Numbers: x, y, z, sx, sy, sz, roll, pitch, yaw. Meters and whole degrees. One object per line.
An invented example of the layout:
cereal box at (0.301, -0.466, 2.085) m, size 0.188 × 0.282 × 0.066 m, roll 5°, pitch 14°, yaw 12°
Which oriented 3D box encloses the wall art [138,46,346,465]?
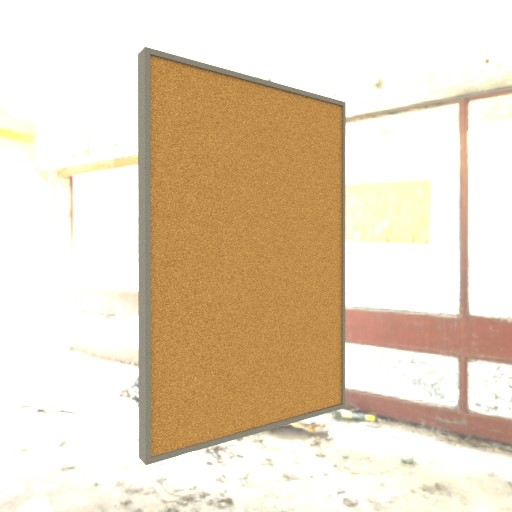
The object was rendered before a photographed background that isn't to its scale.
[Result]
wall art at (0.000, 0.000, 0.958) m, size 0.511 × 0.753 × 0.039 m, roll 0°, pitch 1°, yaw -35°
